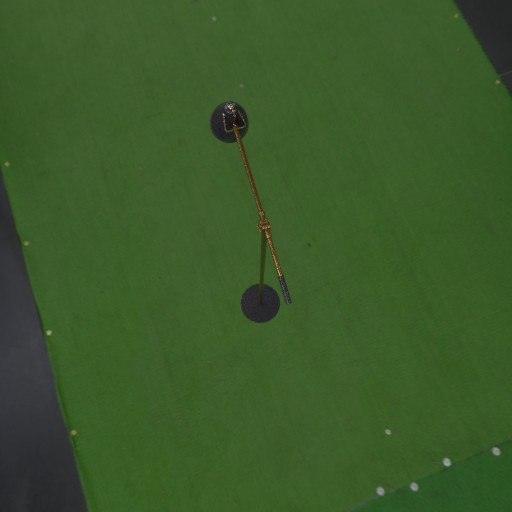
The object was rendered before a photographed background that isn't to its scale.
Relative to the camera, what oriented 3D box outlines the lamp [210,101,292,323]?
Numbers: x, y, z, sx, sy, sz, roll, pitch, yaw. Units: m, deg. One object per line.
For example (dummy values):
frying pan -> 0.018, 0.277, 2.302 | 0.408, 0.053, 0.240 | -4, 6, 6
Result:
lamp -> 0.000, 0.000, 1.902 | 0.235, 1.628, 0.618 | -18, 76, -5
